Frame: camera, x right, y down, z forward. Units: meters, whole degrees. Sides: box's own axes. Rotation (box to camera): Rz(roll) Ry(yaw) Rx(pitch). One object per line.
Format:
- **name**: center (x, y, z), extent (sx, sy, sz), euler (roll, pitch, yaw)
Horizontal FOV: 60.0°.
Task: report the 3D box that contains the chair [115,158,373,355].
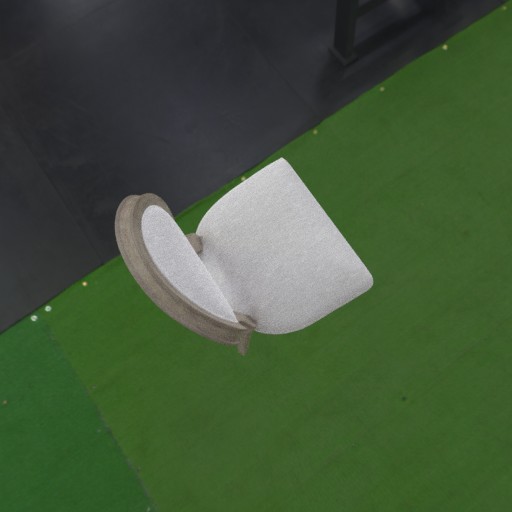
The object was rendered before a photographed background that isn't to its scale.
- **chair**: center (0.000, 0.000, 1.396), extent (0.602, 0.990, 0.558), euler (-32, 77, -8)
